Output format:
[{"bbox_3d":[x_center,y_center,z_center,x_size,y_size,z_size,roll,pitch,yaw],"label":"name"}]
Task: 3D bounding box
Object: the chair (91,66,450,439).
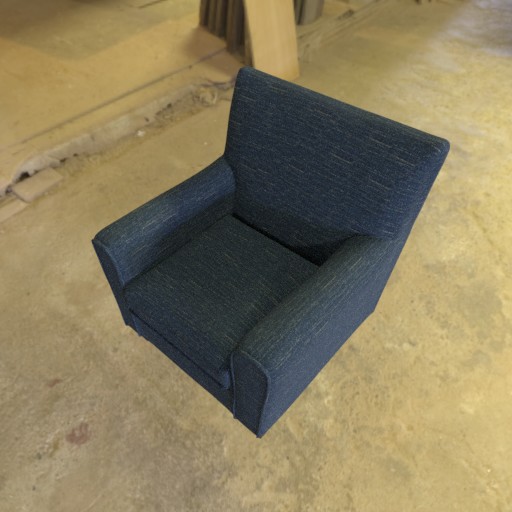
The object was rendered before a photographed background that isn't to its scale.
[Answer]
[{"bbox_3d":[0.000,0.000,1.665,0.864,0.928,0.873,32,54,27],"label":"chair"}]
